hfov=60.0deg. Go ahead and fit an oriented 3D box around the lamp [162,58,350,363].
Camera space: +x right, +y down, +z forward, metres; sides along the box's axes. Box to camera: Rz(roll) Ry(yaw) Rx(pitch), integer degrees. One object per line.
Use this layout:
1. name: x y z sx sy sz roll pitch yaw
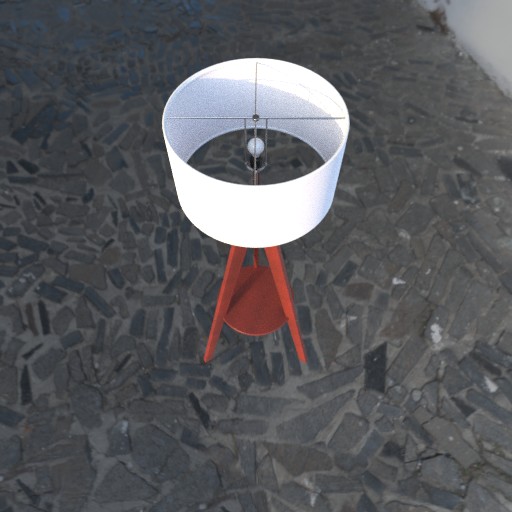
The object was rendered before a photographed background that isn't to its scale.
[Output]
1. lamp: 0.000 0.000 1.768 0.539 1.472 0.542 0 58 0
